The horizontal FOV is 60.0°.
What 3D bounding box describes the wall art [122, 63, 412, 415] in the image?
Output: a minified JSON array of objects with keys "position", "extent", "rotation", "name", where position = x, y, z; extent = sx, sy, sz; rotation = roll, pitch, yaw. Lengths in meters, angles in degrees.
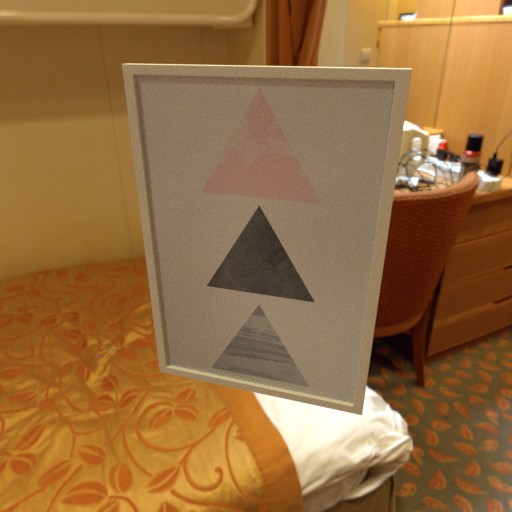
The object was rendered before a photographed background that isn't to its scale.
[{"position":[0.000,0.000,0.548],"extent":[0.303,0.433,0.013],"rotation":[8,27,15],"name":"wall art"}]
